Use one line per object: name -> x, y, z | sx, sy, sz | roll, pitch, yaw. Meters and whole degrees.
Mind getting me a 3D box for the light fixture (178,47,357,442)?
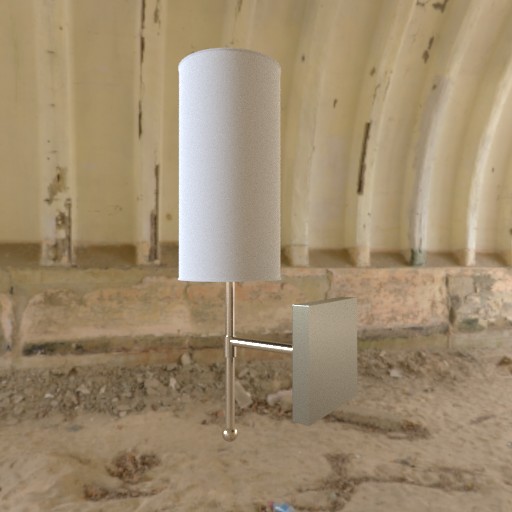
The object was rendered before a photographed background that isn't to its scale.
light fixture -> 0.000, 0.000, 0.531 | 0.208, 0.462, 0.128 | 0, 0, 36
